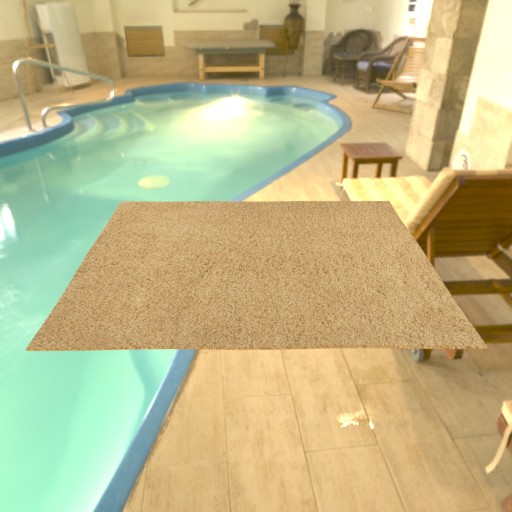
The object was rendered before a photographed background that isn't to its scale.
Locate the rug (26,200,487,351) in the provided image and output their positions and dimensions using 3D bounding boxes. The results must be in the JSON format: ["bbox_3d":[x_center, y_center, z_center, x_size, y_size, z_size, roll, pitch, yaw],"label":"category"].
[{"bbox_3d":[0.000,0.000,3.918,3.000,0.025,2.400,0,30,0],"label":"rug"}]
